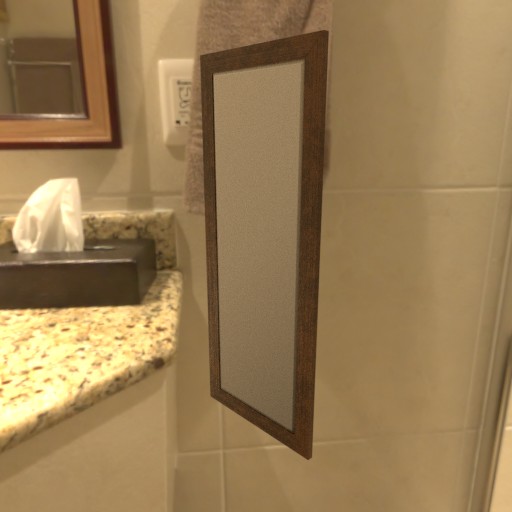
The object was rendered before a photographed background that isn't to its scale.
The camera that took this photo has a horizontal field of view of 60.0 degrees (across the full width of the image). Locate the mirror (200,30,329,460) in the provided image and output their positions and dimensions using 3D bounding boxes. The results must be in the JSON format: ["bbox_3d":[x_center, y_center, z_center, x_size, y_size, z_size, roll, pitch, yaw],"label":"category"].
[{"bbox_3d":[0.000,0.000,2.324,0.032,2.031,0.812,-14,21,-42],"label":"mirror"}]
